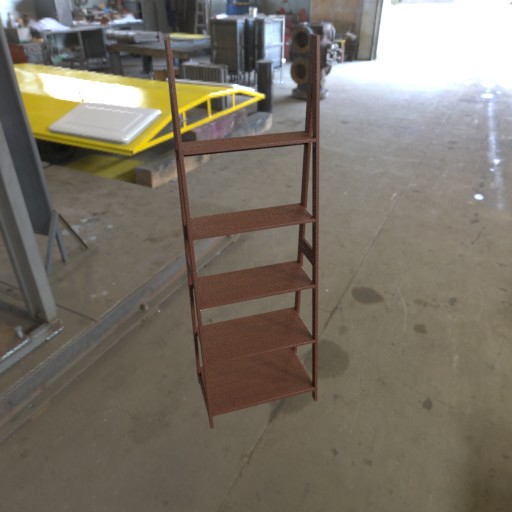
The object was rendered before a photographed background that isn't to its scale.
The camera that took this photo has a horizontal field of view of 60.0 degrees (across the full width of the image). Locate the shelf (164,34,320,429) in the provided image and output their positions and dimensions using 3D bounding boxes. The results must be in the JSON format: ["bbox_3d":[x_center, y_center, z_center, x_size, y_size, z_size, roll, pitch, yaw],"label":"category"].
[{"bbox_3d":[0.000,0.000,2.020,0.600,1.770,0.350,-9,33,-15],"label":"shelf"}]
